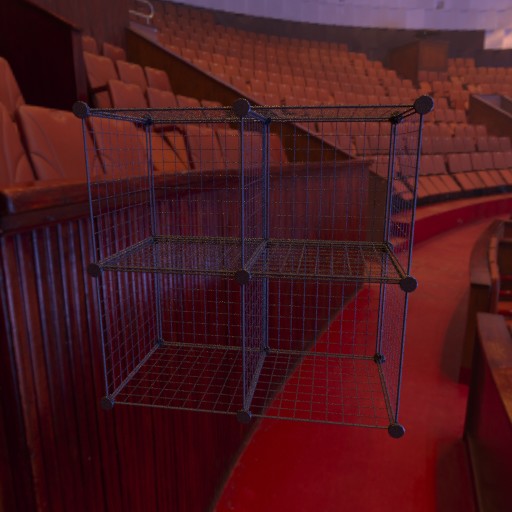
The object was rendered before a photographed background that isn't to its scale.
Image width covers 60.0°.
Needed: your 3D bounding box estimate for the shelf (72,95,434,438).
[{"bbox_3d":[0.000,0.000,1.110,0.711,0.711,0.356,2,14,9],"label":"shelf"}]
